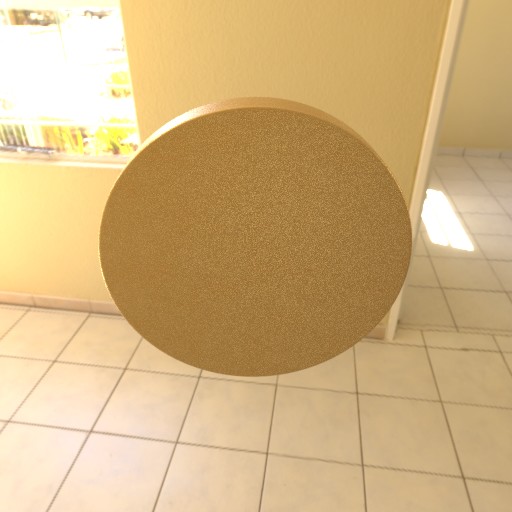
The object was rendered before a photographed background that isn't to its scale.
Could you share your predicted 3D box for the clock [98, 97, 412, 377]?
[{"bbox_3d":[0.000,0.000,0.465,0.314,0.314,0.040,-1,31,-1],"label":"clock"}]
